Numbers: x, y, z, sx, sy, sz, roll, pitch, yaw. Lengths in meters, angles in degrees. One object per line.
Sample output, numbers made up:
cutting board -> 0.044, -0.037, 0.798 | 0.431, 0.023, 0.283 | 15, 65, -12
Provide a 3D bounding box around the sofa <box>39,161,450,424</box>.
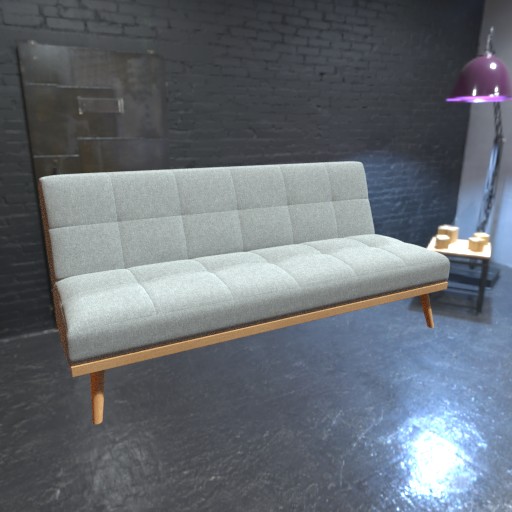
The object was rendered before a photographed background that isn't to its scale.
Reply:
sofa -> 0.000, 0.000, 2.151 | 1.820, 0.800, 0.800 | -8, 18, -26
